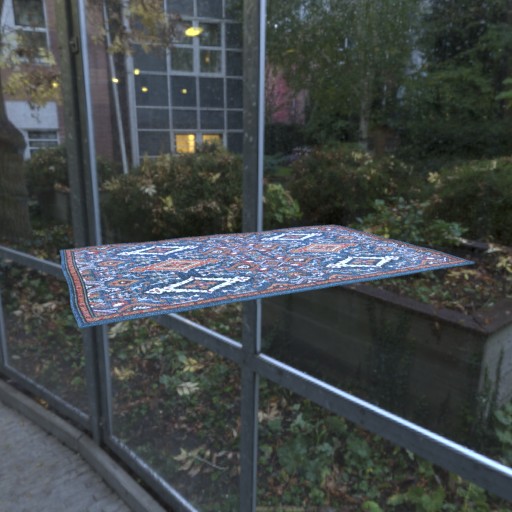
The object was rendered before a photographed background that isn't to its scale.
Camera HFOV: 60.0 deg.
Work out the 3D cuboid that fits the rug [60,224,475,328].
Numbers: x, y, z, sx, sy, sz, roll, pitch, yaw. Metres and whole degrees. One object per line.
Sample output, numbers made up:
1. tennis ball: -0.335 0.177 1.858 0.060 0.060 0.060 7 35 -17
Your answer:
1. rug: 0.000 0.000 2.314 1.847 0.014 1.195 -7 15 -25
